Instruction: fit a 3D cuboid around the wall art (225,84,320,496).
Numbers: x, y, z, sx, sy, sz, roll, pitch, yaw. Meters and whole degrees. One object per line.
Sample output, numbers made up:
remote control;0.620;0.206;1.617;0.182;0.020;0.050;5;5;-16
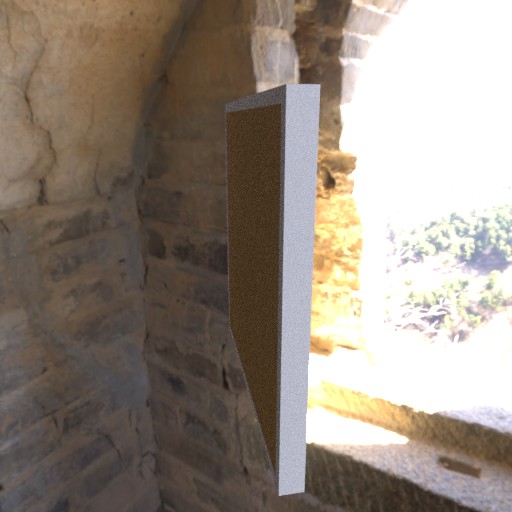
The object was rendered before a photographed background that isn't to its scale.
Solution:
wall art;0.000;0.000;0.752;0.035;0.507;0.508;-3;17;-10
